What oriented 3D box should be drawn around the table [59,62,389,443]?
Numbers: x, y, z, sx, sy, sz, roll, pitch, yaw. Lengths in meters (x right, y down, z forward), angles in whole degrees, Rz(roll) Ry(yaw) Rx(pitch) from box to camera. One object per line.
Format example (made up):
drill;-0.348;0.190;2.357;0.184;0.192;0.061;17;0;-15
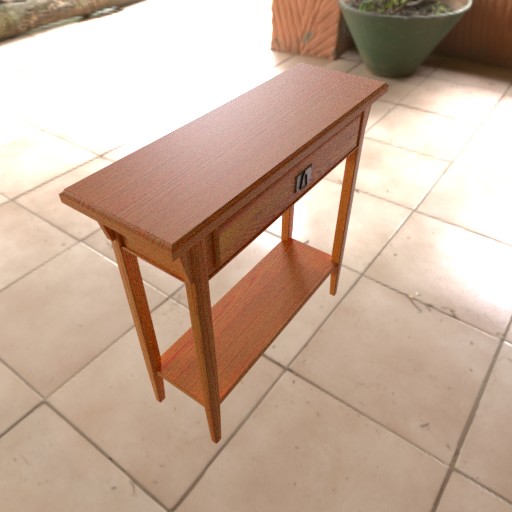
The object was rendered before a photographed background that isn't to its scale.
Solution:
table;0.000;0.000;1.137;0.254;0.711;0.762;25;48;26
